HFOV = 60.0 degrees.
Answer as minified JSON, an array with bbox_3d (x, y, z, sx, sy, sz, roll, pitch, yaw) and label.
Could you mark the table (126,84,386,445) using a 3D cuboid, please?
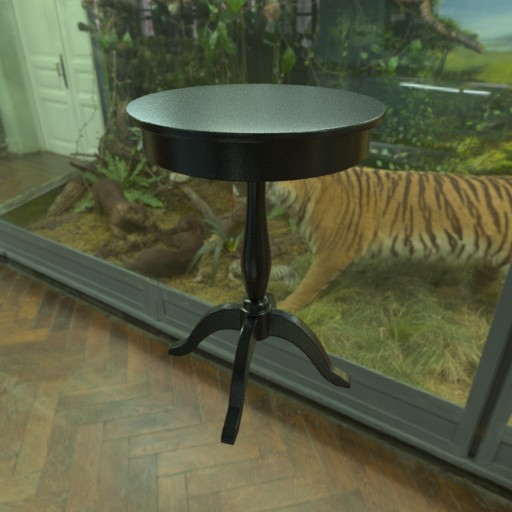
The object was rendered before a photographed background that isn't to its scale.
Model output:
[{"bbox_3d":[0.000,0.000,0.996,0.481,0.665,0.481,0,29,0],"label":"table"}]
